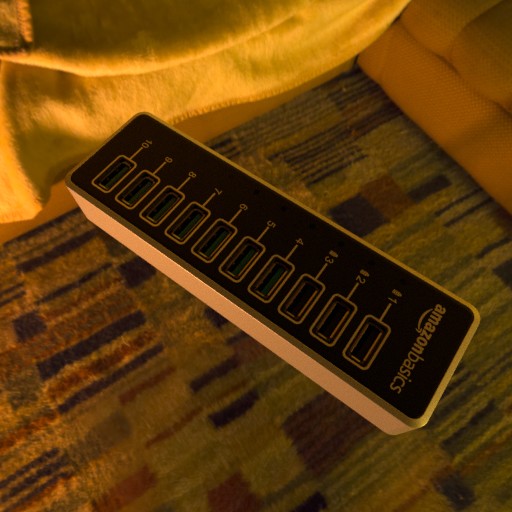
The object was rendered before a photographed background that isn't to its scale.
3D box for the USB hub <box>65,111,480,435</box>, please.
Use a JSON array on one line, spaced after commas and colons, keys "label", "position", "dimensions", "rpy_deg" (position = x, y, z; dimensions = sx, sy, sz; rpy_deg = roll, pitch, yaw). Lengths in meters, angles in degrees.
[{"label": "USB hub", "position": [0.000, 0.000, 0.159], "dimensions": [0.145, 0.023, 0.044], "rpy_deg": [33, 68, 15]}]
